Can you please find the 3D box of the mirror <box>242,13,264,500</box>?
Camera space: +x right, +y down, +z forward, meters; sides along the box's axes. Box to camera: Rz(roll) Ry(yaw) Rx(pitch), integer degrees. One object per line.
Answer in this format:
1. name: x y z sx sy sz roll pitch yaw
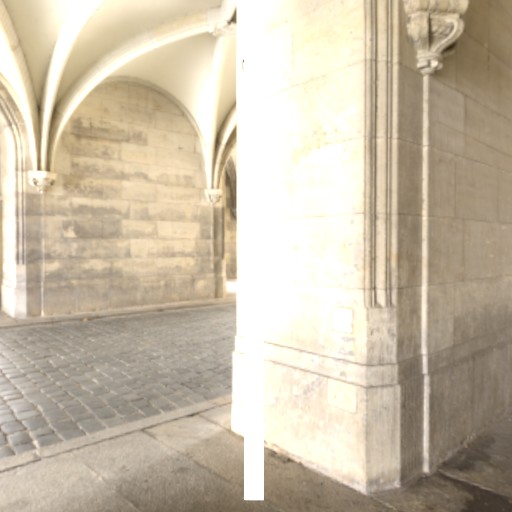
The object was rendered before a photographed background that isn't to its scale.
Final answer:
1. mirror: 0.000 0.000 1.137 0.041 0.915 0.609 0 1 1
